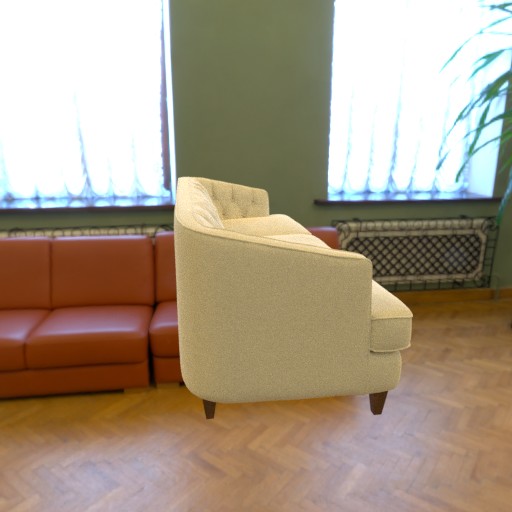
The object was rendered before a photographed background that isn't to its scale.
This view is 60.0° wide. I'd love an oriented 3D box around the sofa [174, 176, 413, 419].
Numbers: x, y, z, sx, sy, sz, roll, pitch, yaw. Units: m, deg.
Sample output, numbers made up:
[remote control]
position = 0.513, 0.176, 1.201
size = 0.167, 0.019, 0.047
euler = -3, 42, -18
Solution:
[sofa]
position = 0.000, 0.000, 2.736
size = 0.941, 0.855, 2.278
euler = -2, 15, -9
